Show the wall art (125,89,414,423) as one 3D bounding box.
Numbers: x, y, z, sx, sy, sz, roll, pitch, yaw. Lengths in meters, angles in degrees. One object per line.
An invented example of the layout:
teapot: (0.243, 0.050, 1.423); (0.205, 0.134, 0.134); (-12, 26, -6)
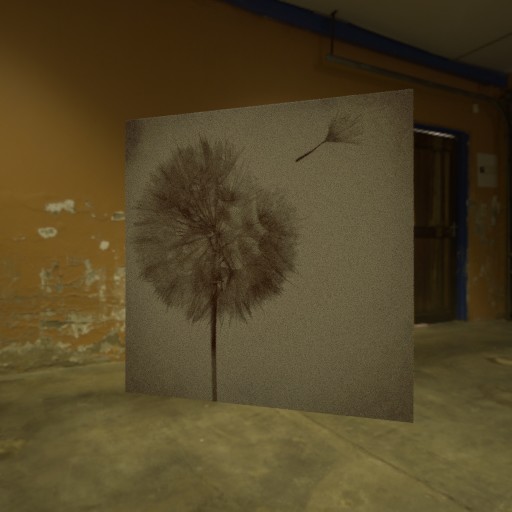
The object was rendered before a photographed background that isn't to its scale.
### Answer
wall art: (0.000, 0.000, 1.140); (0.762, 0.762, 0.027); (0, 0, 18)
